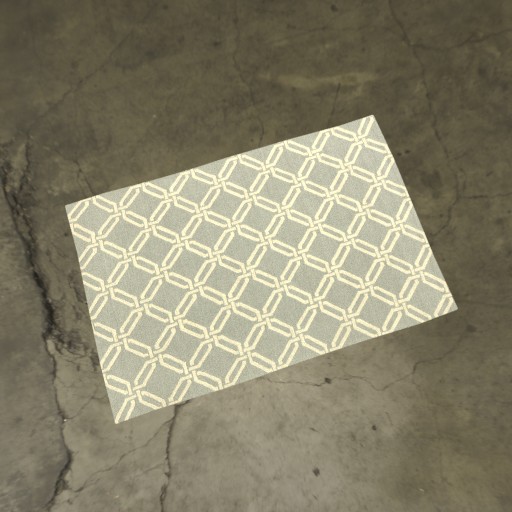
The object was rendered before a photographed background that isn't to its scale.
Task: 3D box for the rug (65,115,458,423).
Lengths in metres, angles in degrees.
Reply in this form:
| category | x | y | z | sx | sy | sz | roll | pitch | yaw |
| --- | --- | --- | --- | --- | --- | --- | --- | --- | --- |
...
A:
| category | x | y | z | sx | sy | sz | roll | pitch | yaw |
| --- | --- | --- | --- | --- | --- | --- | --- | --- | --- |
| rug | 0.000 | 0.000 | 2.263 | 1.754 | 0.010 | 1.148 | -17 | 76 | -4 |
